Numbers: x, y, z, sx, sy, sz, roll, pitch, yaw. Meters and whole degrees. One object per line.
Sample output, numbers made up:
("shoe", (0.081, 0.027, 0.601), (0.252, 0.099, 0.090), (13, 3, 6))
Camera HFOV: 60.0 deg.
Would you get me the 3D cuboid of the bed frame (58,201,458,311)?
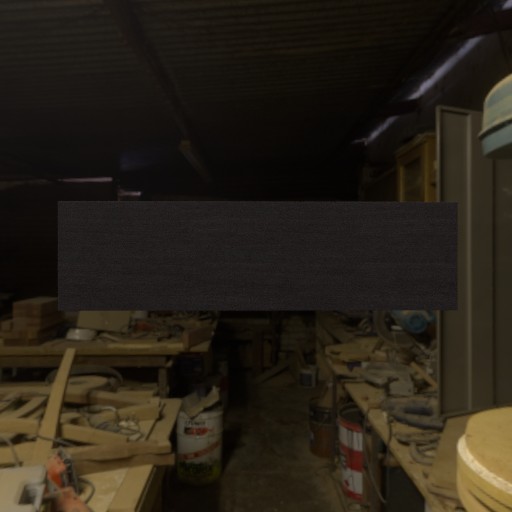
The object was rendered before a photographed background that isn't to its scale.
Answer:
("bed frame", (0.000, 0.000, 2.578), (1.448, 0.459, 1.944), (0, 0, -1))
